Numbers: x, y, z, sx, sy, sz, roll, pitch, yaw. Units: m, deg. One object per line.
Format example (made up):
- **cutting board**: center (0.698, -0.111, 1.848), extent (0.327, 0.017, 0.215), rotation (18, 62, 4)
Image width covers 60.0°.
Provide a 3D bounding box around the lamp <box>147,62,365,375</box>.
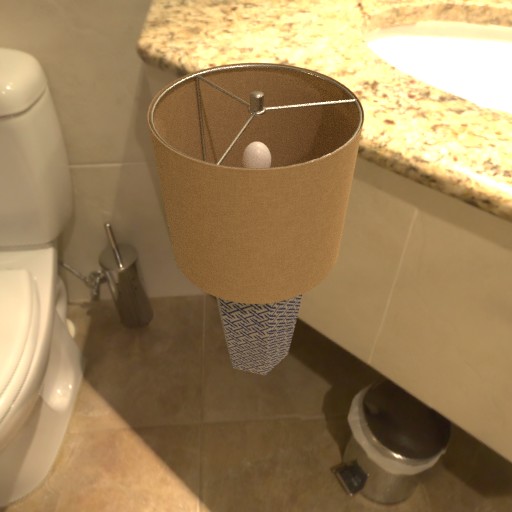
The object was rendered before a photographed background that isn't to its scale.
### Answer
- **lamp**: center (0.000, 0.000, 0.893), extent (0.320, 0.682, 0.320), rotation (-32, 54, -27)
